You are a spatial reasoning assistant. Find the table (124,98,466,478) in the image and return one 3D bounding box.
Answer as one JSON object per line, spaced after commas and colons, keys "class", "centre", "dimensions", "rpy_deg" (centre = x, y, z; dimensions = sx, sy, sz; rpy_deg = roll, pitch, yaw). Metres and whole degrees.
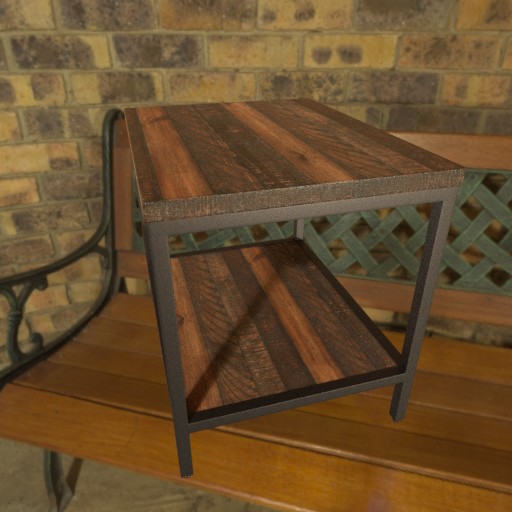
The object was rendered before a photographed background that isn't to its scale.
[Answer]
{"class": "table", "centre": [0.000, 0.000, 1.097], "dimensions": [0.524, 0.612, 0.678], "rpy_deg": [-8, 30, -14]}
